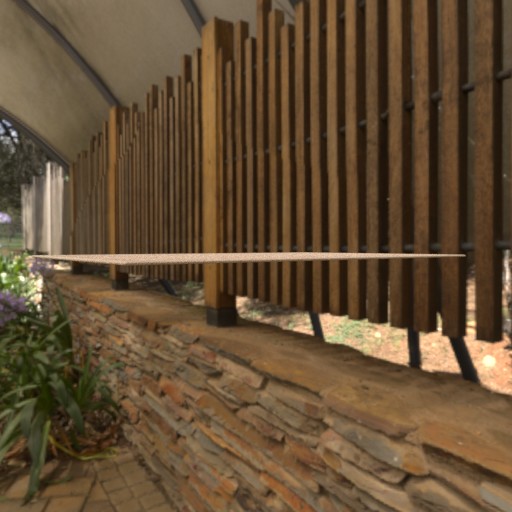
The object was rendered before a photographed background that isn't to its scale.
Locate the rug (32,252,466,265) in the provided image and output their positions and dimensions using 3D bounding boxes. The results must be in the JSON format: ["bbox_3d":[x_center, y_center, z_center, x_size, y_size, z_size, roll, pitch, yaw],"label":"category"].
[{"bbox_3d":[0.000,0.000,2.235,1.829,0.010,1.219,-1,1,-37],"label":"rug"}]
